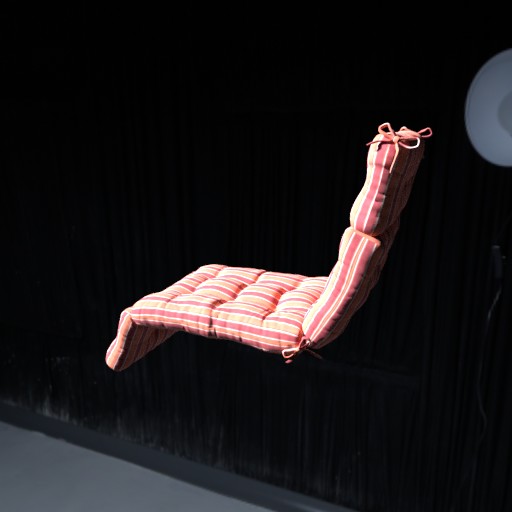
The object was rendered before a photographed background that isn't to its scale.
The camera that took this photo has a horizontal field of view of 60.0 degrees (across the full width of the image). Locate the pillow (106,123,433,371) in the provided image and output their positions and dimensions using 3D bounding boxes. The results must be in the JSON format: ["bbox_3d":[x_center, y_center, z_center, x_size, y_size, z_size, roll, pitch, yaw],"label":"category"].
[{"bbox_3d":[0.000,0.000,1.506,1.016,0.863,0.526,7,18,23],"label":"pillow"}]
